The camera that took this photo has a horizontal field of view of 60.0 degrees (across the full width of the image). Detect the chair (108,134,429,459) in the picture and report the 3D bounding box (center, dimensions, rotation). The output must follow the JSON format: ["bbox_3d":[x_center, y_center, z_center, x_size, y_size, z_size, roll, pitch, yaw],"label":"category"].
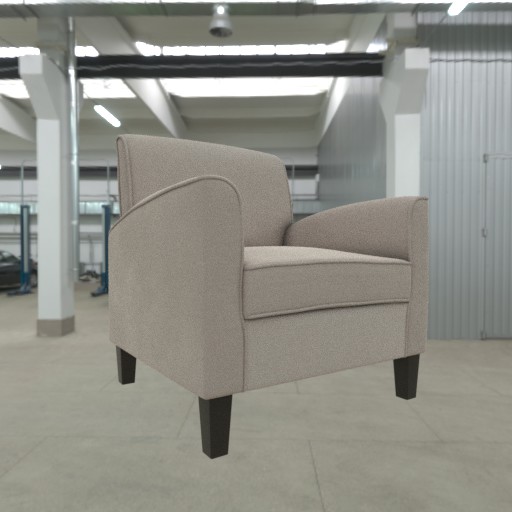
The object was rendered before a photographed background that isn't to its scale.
[{"bbox_3d":[0.000,0.000,1.526,0.820,0.915,0.820,-1,1,-34],"label":"chair"}]
